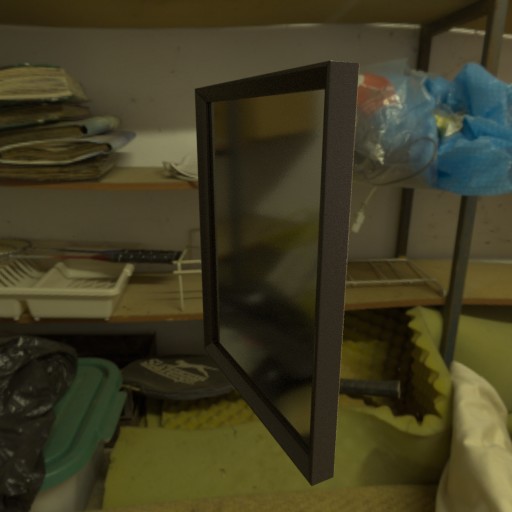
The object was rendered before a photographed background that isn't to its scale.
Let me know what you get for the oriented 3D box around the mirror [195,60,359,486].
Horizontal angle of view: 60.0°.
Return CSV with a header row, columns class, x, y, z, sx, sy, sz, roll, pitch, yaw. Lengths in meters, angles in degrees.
class,x,y,z,sx,sy,sz,roll,pitch,yaw
mirror,0.000,0.000,0.683,0.041,0.509,0.406,-8,18,-25
